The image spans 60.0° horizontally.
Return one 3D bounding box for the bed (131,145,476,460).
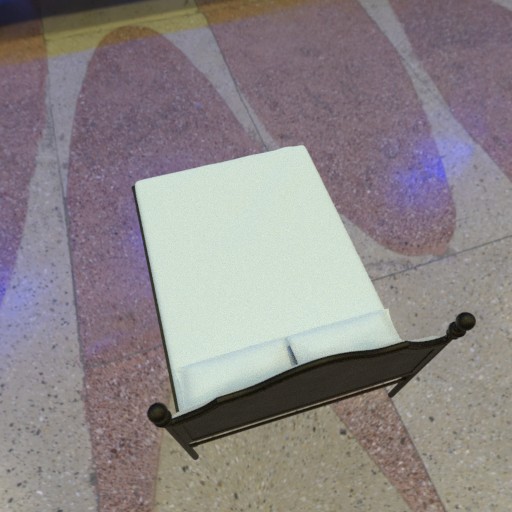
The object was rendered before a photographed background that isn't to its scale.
[{"bbox_3d":[0.000,0.000,3.221,1.642,1.499,2.224,-14,60,-8],"label":"bed"}]
